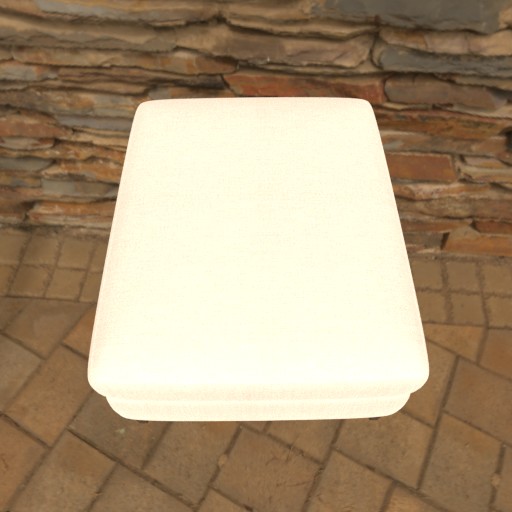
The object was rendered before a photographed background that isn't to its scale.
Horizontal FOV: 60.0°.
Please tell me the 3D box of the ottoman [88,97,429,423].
[{"bbox_3d":[0.000,0.000,1.156,0.657,0.453,0.794,-1,59,0],"label":"ottoman"}]
